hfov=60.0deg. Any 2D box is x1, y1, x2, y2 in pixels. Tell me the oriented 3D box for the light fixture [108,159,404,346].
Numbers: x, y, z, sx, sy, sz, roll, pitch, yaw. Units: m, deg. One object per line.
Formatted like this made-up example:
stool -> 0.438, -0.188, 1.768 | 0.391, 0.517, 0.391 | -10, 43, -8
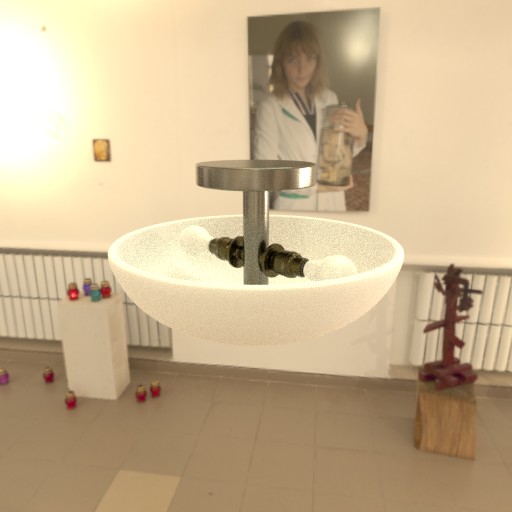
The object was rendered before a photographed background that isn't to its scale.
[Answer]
light fixture -> 0.000, 0.000, 0.522 | 0.330, 0.214, 0.330 | 0, 16, 0
